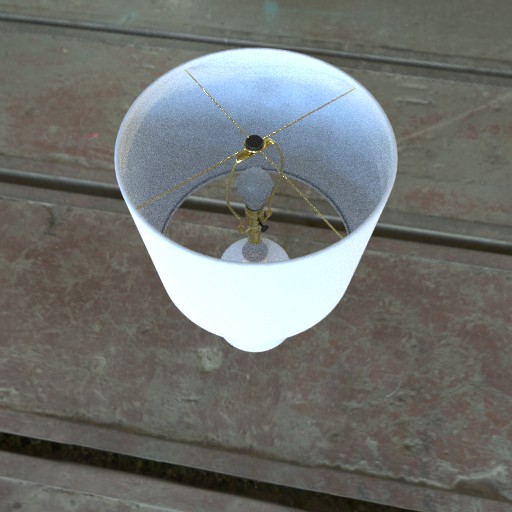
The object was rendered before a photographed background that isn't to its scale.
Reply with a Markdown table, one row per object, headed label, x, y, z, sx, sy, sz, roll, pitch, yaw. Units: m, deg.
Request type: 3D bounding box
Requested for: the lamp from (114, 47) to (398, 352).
| label | x | y | z | sx | sy | sz | roll | pitch | yaw |
| --- | --- | --- | --- | --- | --- | --- | --- | --- | --- |
| lamp | 0.000 | 0.000 | 0.711 | 0.301 | 0.533 | 0.301 | -33 | 67 | -16 |
